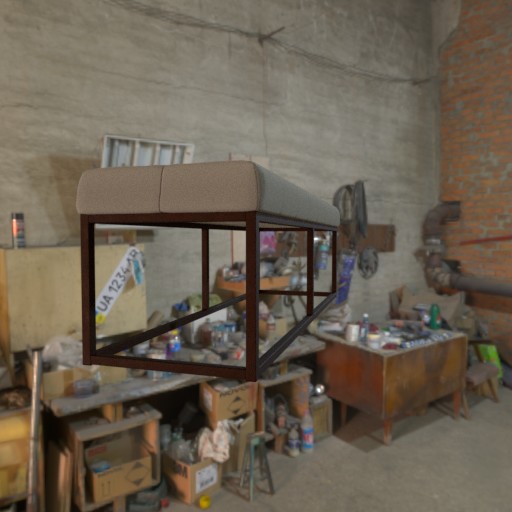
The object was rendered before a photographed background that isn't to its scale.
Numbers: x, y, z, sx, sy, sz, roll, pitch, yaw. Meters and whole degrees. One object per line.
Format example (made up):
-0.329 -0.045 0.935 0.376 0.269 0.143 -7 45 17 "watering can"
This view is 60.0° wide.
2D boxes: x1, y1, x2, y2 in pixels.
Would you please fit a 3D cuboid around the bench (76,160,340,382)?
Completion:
0.000 0.000 1.715 0.479 0.488 1.488 1 2 17 "bench"
